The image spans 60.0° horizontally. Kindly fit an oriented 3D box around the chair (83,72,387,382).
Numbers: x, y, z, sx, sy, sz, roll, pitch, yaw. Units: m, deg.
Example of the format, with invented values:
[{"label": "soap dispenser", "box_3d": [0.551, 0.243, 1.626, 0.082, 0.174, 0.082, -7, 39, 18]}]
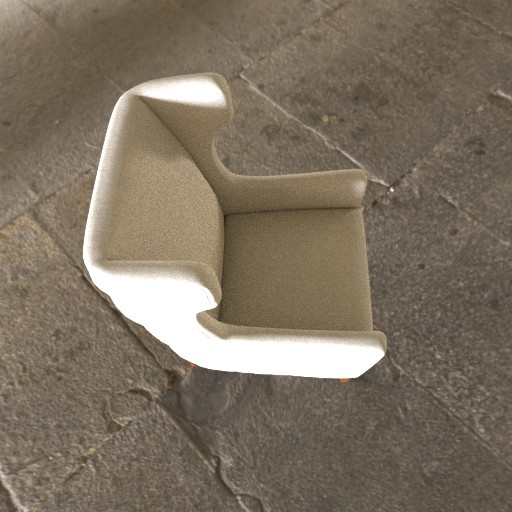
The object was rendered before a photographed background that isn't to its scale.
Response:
[{"label": "chair", "box_3d": [0.000, 0.000, 1.657, 0.899, 1.079, 0.778, 1, 63, 1]}]
